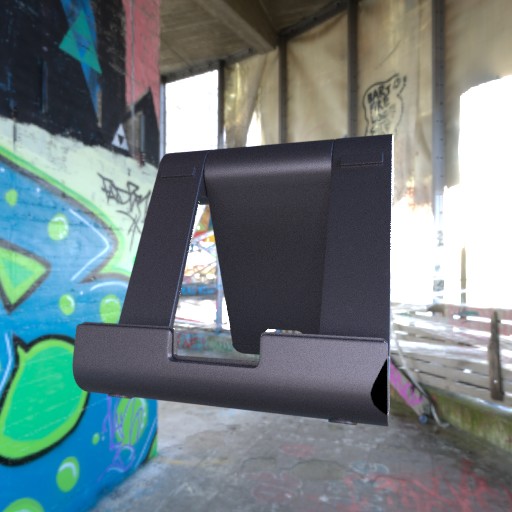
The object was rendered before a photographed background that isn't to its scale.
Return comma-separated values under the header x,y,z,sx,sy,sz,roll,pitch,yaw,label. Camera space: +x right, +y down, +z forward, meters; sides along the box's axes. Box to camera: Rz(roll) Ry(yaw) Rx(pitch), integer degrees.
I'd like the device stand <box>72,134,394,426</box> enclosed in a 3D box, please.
x,y,z,sx,sy,sz,roll,pitch,yaw,label
0.000,0.000,0.150,0.088,0.084,0.079,0,0,19,device stand
